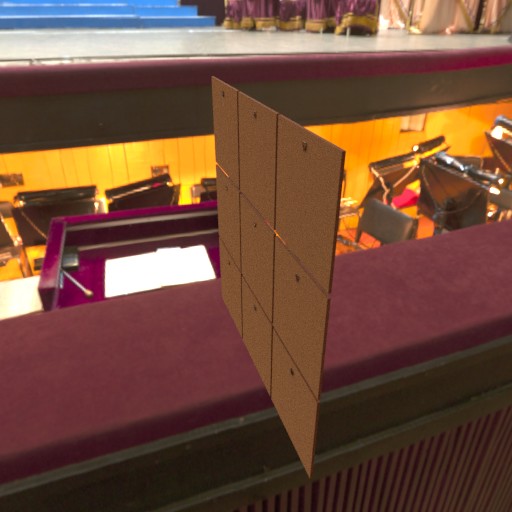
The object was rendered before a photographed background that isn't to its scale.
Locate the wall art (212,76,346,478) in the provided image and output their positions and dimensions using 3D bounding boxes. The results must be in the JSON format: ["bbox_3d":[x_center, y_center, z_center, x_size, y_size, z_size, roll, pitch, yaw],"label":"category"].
[{"bbox_3d":[0.000,0.000,2.286,0.019,1.532,1.533,-10,31,-16],"label":"wall art"}]
